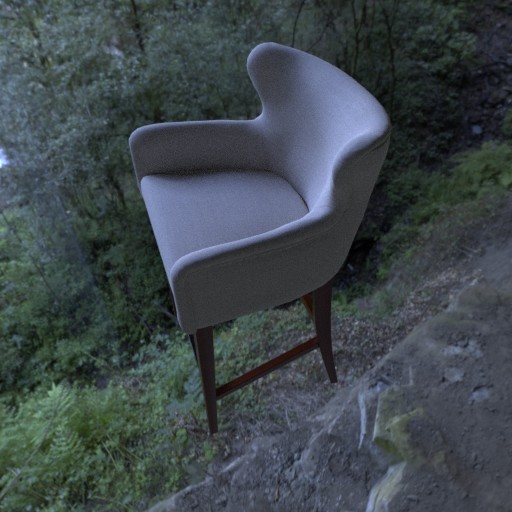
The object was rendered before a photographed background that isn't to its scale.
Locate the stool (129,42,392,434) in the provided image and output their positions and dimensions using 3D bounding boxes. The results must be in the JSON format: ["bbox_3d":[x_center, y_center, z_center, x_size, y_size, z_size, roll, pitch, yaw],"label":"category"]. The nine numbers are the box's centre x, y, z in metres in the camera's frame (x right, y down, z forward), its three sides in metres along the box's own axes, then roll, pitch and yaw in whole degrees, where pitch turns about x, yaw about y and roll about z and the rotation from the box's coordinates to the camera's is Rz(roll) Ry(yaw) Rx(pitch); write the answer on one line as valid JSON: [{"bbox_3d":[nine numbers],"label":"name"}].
[{"bbox_3d":[0.000,0.000,1.340,0.563,1.034,0.556,-15,49,-14],"label":"stool"}]
